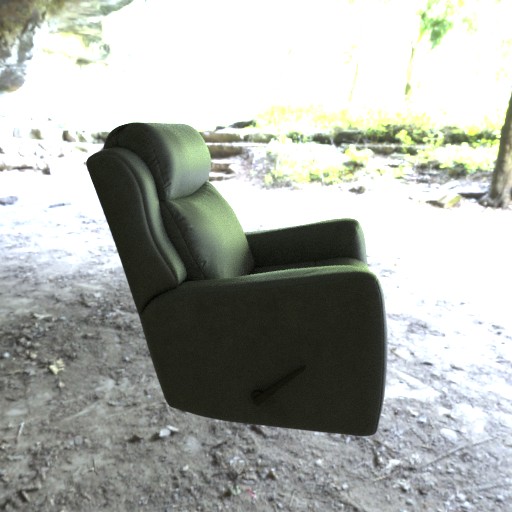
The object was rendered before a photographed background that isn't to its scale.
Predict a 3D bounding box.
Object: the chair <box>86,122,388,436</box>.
[{"bbox_3d":[0.000,0.000,1.934,1.068,1.116,0.967,3,16,9],"label":"chair"}]
